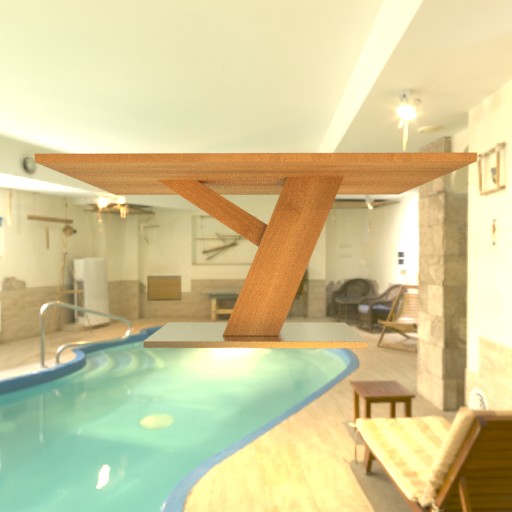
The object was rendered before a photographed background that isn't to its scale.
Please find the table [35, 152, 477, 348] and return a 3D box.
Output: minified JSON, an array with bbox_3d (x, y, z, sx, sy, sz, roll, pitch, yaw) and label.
[{"bbox_3d":[0.000,0.000,2.054,1.600,0.750,0.900,0,0,1],"label":"table"}]
